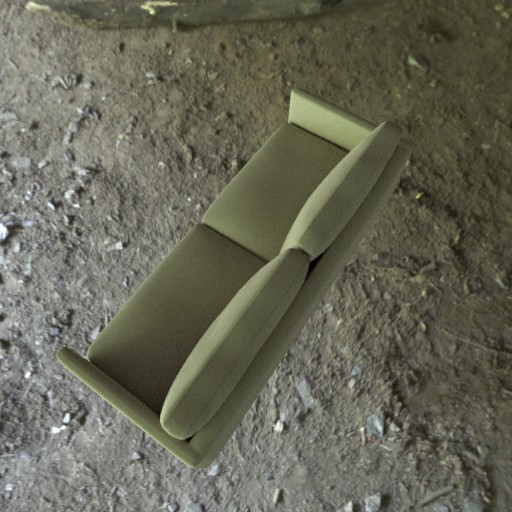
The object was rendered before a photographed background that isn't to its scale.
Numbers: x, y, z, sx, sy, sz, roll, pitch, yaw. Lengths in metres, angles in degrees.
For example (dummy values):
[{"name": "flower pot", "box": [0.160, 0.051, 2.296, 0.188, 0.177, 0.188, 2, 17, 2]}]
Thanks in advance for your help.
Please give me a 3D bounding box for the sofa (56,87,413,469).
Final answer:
[{"name": "sofa", "box": [0.000, 0.000, 2.862, 0.988, 0.912, 2.404, 32, 68, 14]}]
